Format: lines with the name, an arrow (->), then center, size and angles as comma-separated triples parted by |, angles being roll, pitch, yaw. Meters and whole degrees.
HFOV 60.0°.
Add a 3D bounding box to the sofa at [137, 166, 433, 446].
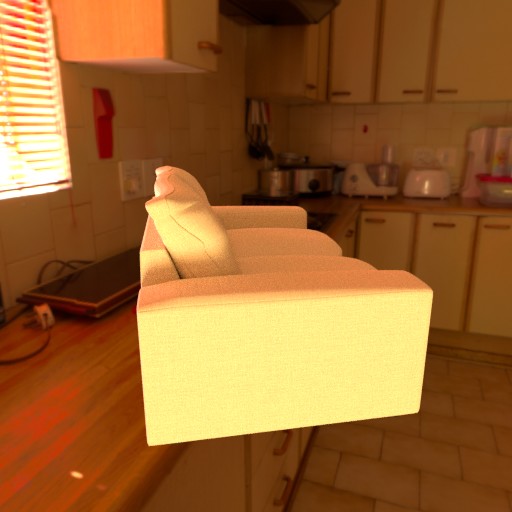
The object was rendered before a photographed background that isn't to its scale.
sofa -> 0.000, 0.000, 2.333 | 1.091, 0.875, 1.754 | -3, 16, -10
